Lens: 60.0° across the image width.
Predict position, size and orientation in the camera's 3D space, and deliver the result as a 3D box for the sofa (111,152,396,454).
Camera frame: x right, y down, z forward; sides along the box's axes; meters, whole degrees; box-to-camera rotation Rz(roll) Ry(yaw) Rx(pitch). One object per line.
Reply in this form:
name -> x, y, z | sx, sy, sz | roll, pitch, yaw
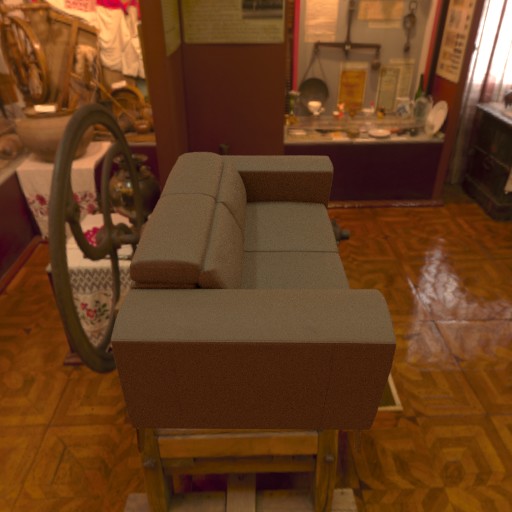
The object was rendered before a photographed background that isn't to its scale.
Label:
sofa -> 0.000, 0.000, 2.413 | 1.003, 0.779, 1.895 | 0, 32, 0
